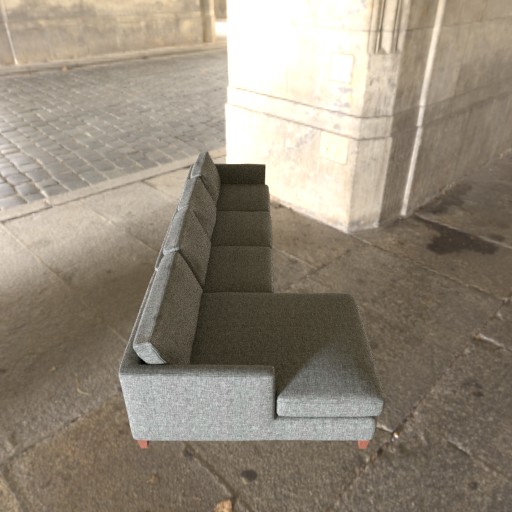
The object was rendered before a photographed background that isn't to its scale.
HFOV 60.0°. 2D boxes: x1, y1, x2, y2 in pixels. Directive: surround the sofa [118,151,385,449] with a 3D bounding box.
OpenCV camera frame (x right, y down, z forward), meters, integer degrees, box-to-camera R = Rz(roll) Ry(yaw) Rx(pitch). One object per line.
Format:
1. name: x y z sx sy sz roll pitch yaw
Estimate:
1. sofa: 0.000 0.000 4.156 1.635 0.960 3.485 0 32 0
